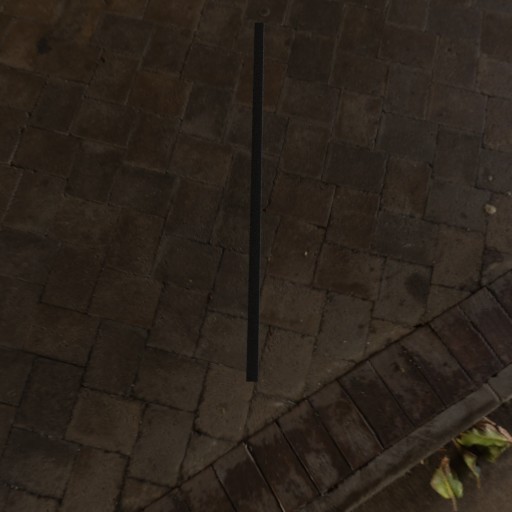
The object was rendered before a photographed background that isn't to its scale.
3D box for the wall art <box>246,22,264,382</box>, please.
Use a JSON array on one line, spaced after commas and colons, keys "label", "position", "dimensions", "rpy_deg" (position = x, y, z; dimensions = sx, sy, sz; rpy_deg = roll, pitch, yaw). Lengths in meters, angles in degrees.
[{"label": "wall art", "position": [0.000, 0.000, 0.840], "dimensions": [0.013, 0.657, 0.457], "rpy_deg": [1, 74, 0]}]
